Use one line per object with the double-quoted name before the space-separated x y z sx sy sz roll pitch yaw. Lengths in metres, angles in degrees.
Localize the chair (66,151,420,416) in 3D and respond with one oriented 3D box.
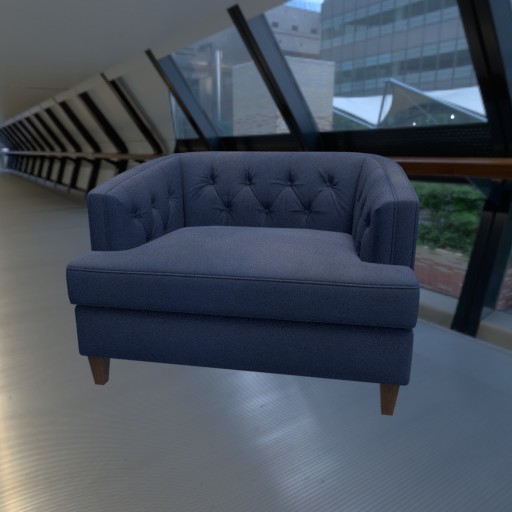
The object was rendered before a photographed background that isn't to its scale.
"chair" 0.000 0.000 1.759 1.118 0.787 0.914 3 15 10
